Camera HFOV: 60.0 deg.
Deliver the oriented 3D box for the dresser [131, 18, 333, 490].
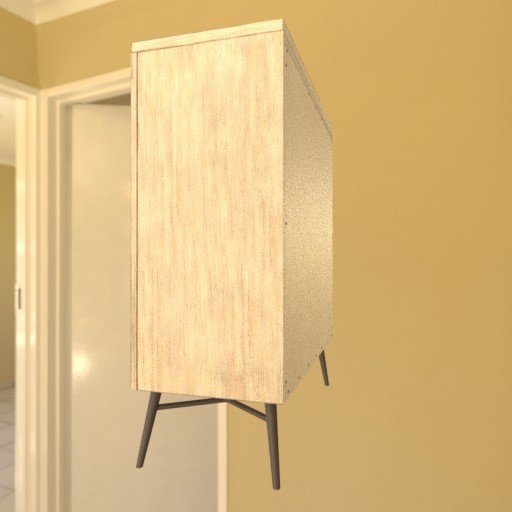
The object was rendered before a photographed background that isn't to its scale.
[{"bbox_3d":[0.000,0.000,1.686,0.457,1.219,1.016,0,0,17],"label":"dresser"}]
